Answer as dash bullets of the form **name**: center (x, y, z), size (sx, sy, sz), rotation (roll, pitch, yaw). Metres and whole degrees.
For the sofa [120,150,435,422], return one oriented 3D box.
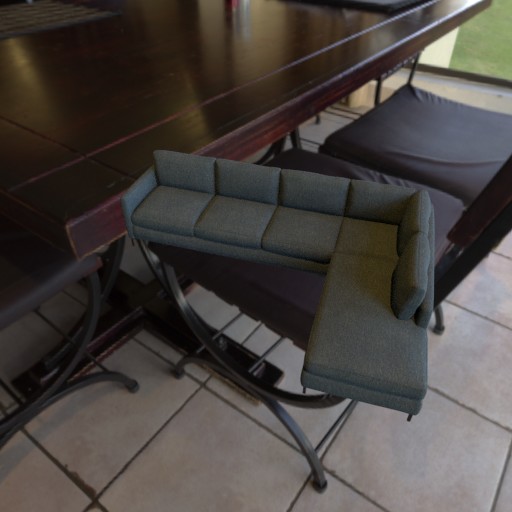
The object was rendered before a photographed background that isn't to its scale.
- **sofa**: center (0.000, 0.000, 3.903), size (2.949, 0.815, 2.007), rotation (11, 41, 13)
